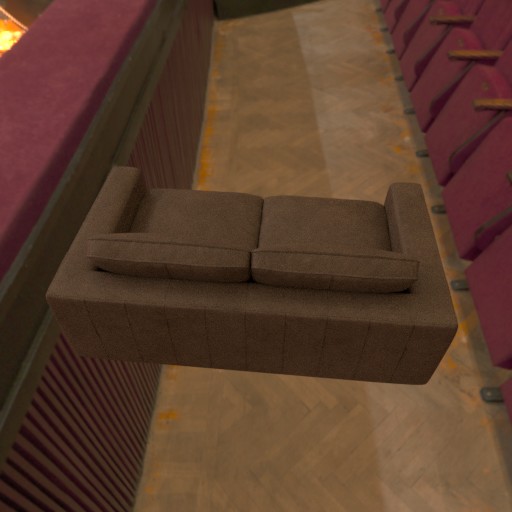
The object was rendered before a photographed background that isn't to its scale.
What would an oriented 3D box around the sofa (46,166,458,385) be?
[{"bbox_3d":[0.000,0.000,2.490,1.920,0.800,1.070,4,47,4],"label":"sofa"}]
